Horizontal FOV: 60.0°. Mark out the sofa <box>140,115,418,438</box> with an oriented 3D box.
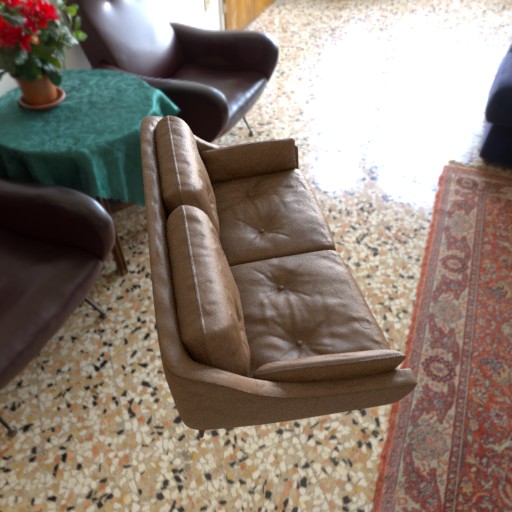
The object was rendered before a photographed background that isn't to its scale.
[{"bbox_3d":[0.000,0.000,2.274,0.981,0.886,1.731,-9,48,-9],"label":"sofa"}]
